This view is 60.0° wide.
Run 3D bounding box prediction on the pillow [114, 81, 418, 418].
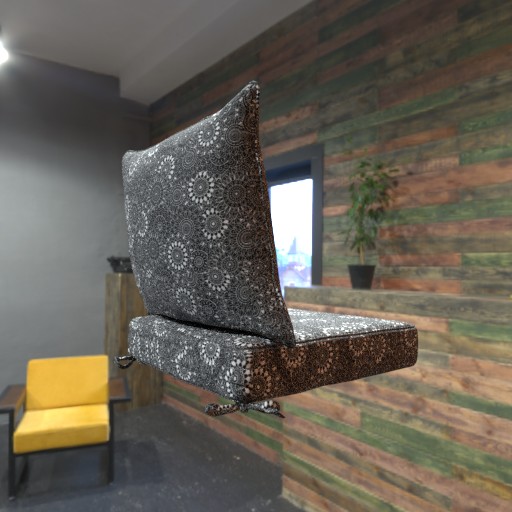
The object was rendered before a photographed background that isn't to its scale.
[{"bbox_3d":[0.000,0.000,1.392,0.740,0.722,0.798,1,-2,-36],"label":"pillow"}]
